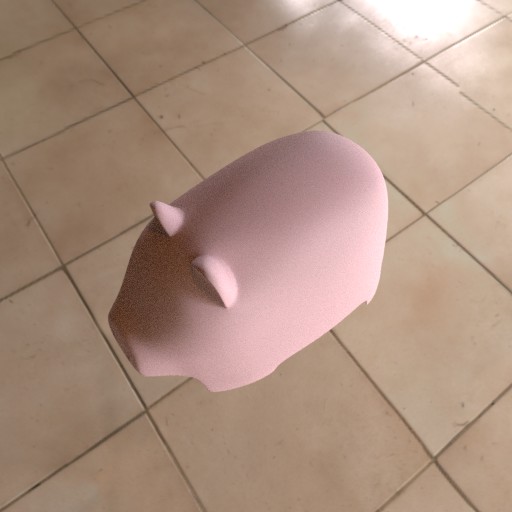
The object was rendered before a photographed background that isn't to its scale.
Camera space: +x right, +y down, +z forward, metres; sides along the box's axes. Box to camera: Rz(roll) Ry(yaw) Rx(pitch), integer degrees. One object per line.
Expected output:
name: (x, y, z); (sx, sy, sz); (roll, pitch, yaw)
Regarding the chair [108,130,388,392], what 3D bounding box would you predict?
chair: (0.000, 0.000, 0.887); (0.619, 0.423, 0.364); (-34, 66, -17)
